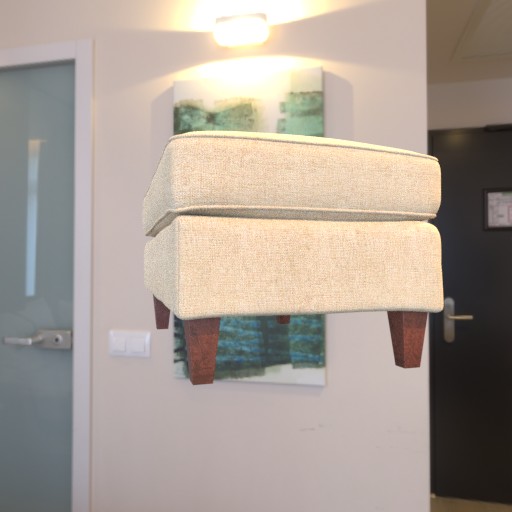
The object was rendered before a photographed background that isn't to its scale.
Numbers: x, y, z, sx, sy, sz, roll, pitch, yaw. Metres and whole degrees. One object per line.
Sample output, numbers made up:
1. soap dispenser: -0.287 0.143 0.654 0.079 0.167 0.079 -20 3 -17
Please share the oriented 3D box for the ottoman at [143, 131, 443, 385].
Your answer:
1. ottoman: 0.000 0.000 1.240 0.583 0.484 0.862 0 -1 -17
